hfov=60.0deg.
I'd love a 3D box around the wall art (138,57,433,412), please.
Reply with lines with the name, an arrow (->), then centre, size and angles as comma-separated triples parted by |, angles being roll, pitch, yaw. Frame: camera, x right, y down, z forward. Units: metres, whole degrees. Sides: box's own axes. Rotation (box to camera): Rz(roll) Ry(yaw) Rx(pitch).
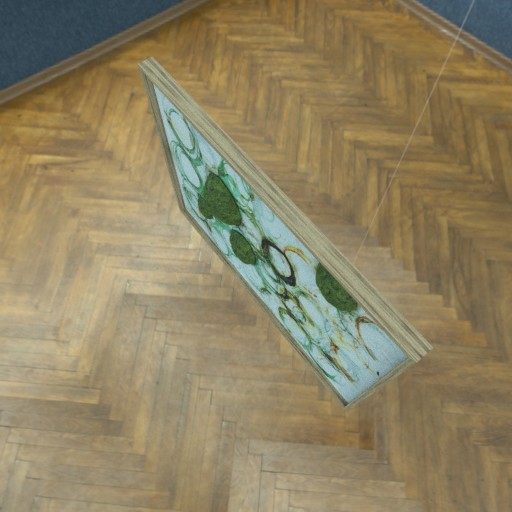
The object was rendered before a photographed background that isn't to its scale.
wall art -> 0.000, 0.000, 1.117 | 0.063, 0.609, 0.841 | -35, 69, -16
